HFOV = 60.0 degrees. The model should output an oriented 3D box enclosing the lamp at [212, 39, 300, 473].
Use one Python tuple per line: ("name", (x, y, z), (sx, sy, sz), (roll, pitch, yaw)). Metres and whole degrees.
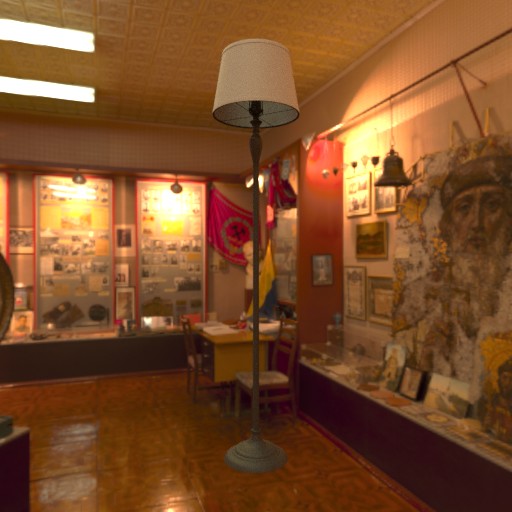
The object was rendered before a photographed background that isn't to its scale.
("lamp", (0.000, 0.000, 1.658), (0.327, 1.506, 0.327), (0, 0, -18))
